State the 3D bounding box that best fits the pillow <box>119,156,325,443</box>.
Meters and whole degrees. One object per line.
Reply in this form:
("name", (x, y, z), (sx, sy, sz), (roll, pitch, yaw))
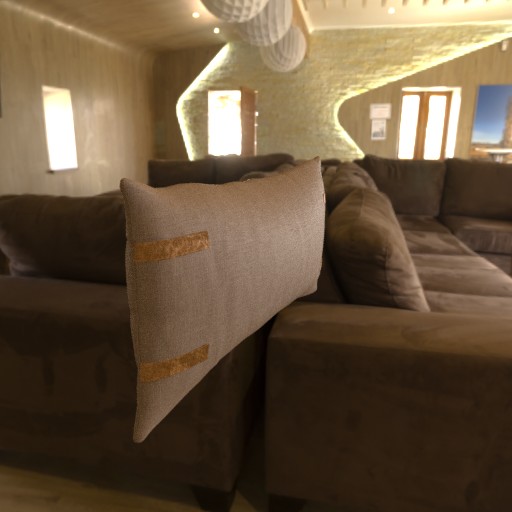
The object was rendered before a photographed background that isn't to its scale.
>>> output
("pillow", (0.000, 0.000, 0.737), (0.148, 0.308, 0.612), (7, 16, 26))
